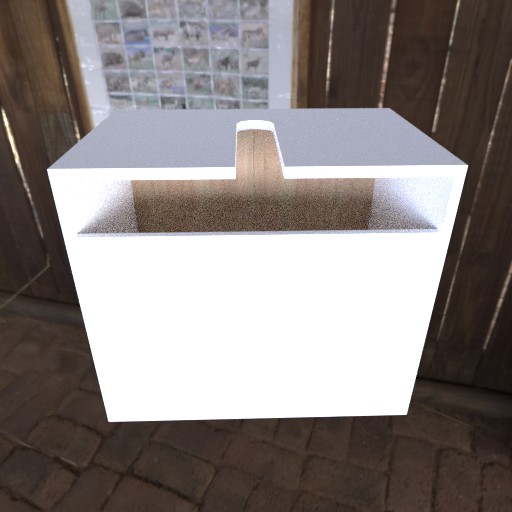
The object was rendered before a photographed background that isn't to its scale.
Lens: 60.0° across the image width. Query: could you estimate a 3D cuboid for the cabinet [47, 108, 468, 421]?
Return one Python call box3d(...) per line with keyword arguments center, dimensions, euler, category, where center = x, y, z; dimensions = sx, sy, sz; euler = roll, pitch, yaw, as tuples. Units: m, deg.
box3d(center=(0.000, 0.000, 0.934), dimensions=(0.600, 0.522, 0.400), euler=(-1, 30, -1), category="cabinet")
